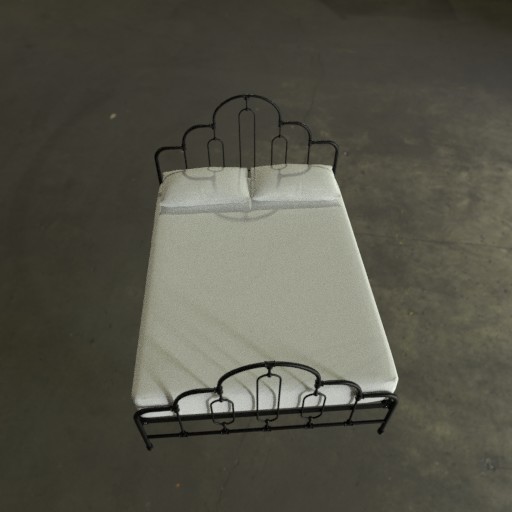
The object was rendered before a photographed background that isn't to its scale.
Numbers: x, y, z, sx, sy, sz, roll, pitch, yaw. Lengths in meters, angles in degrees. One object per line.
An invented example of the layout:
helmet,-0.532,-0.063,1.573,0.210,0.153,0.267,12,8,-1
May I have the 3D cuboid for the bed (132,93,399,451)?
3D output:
bed,0.000,0.000,3.263,1.626,1.444,2.181,-3,47,-3
